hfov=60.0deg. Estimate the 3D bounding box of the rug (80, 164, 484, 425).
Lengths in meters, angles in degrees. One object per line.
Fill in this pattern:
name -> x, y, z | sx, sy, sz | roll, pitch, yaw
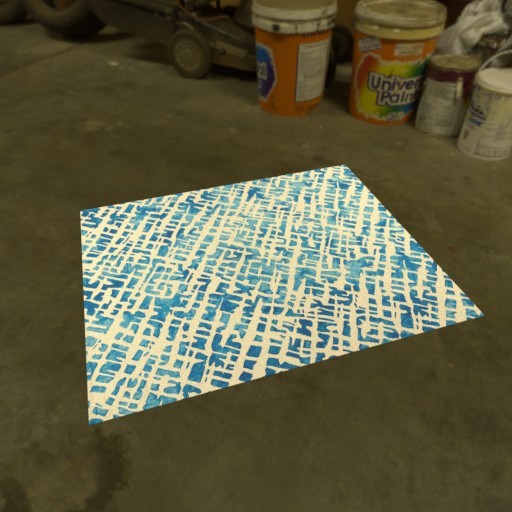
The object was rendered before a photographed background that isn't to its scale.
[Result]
rug -> 0.000, 0.000, 4.020 | 3.007, 0.007, 2.435 | -12, 43, -13
